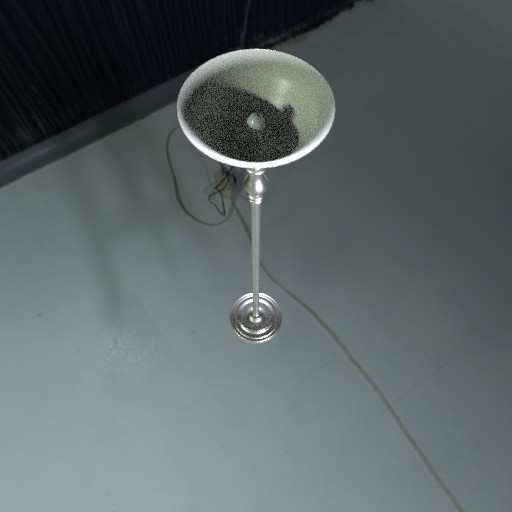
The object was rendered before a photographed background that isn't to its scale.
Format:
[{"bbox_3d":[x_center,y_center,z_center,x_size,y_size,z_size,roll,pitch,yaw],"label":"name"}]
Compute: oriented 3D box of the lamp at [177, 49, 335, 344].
[{"bbox_3d":[0.000,0.000,1.930,0.405,1.771,0.405,-36,69,-16],"label":"lamp"}]
